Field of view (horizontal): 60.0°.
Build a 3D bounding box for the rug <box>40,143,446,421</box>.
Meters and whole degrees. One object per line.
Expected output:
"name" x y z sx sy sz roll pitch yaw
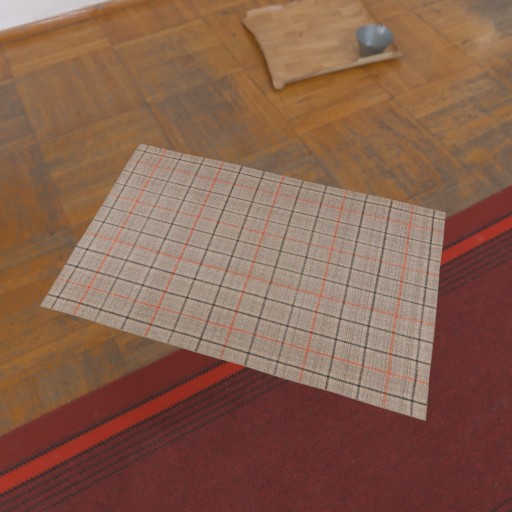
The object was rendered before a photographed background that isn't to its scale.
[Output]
"rug" 0.000 0.000 3.044 2.439 0.015 1.524 14 59 9
